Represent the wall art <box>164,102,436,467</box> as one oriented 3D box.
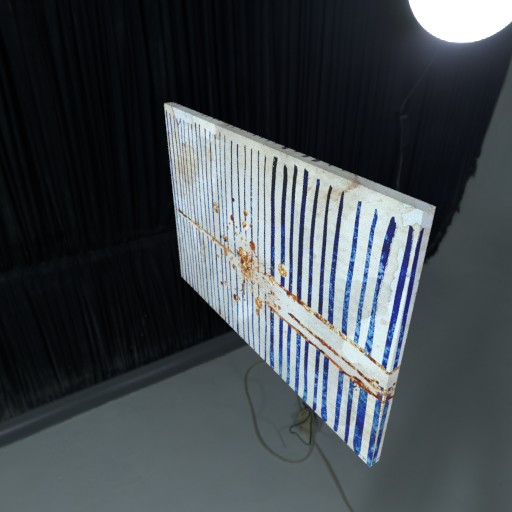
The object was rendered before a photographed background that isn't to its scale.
[{"bbox_3d":[0.000,0.000,1.142,0.030,0.609,0.919,-19,35,-29],"label":"wall art"}]
